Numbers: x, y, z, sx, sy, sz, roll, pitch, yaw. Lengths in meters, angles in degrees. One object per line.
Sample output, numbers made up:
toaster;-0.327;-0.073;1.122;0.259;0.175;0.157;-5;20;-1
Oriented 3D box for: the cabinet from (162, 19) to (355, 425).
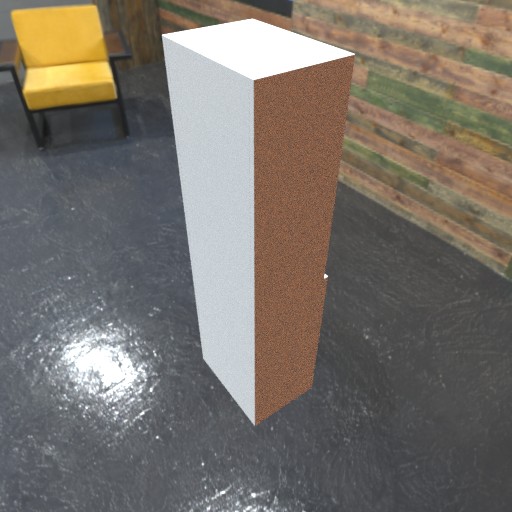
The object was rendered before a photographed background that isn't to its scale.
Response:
cabinet;0.000;0.000;1.507;0.300;1.350;0.400;-25;47;-26
